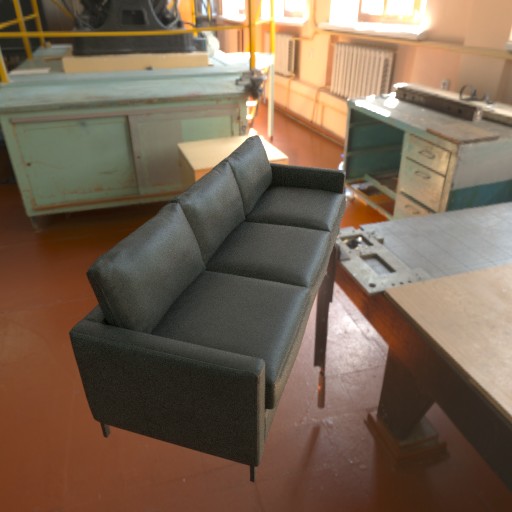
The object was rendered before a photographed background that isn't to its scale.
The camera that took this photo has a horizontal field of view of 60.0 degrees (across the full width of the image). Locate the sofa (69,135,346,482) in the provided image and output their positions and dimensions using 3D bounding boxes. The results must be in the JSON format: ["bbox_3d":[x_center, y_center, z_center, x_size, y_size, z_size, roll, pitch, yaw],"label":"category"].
[{"bbox_3d":[0.000,0.000,2.347,0.748,0.805,2.029,9,31,15],"label":"sofa"}]
